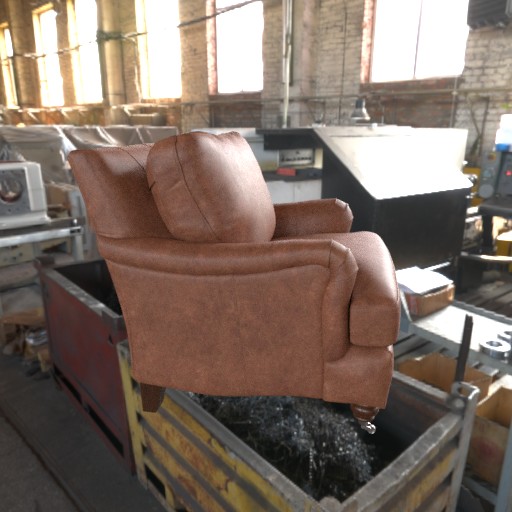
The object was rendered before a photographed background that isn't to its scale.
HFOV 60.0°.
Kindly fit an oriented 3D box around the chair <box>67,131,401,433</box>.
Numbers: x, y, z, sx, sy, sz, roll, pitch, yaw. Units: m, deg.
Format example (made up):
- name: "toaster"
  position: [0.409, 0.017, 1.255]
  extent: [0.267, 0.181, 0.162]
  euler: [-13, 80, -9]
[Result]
- name: "chair"
  position: [0.000, 0.000, 1.934]
  extent: [1.158, 1.055, 0.986]
  euler: [3, 17, 10]
